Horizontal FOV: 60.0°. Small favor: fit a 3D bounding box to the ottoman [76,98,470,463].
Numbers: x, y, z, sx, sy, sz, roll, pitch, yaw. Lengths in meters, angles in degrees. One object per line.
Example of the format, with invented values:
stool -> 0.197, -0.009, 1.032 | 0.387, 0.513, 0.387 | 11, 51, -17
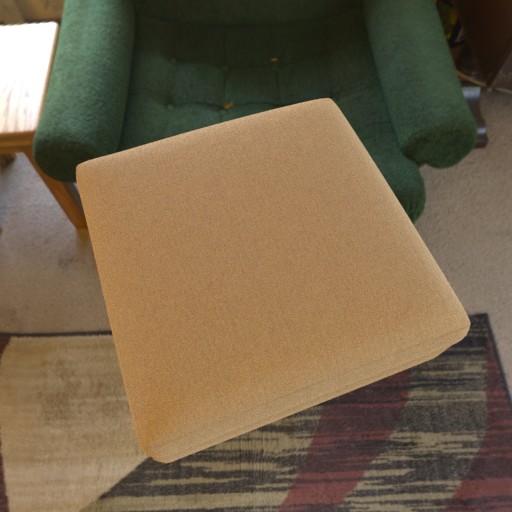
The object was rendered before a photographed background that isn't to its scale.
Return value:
ottoman -> 0.000, 0.000, 1.557 | 1.041, 0.470, 1.041 | -18, 64, -9
